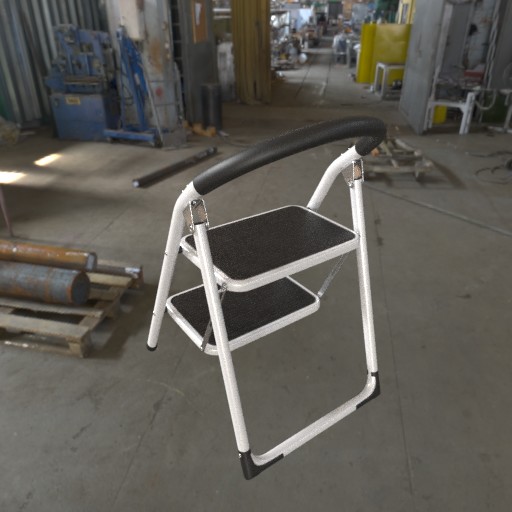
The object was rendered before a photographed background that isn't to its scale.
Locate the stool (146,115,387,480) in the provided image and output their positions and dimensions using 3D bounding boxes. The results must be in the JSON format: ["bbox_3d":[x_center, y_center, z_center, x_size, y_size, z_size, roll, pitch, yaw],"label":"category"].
[{"bbox_3d":[0.000,0.000,1.105,0.453,0.760,0.559,-19,35,-30],"label":"stool"}]
